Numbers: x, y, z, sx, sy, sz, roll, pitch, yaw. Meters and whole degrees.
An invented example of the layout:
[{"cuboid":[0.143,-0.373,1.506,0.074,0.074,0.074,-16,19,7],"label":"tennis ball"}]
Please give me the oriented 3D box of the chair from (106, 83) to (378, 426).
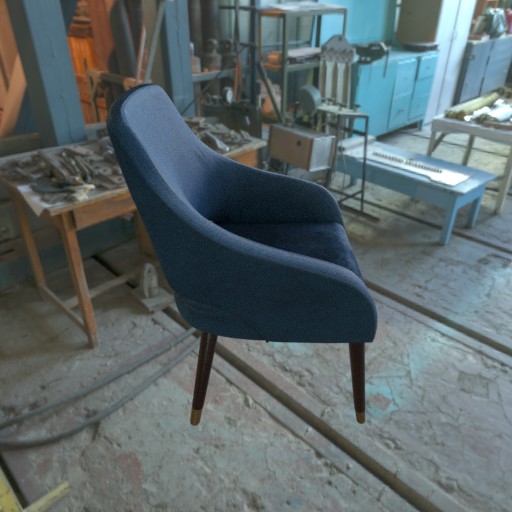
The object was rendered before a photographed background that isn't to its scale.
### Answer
[{"cuboid":[0.000,0.000,1.547,0.794,1.081,0.683,0,32,0],"label":"chair"}]
